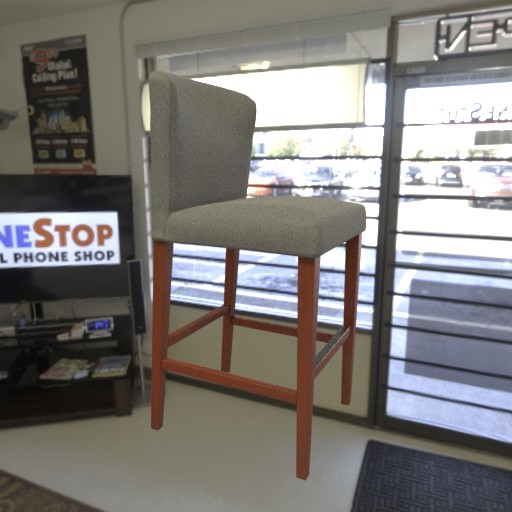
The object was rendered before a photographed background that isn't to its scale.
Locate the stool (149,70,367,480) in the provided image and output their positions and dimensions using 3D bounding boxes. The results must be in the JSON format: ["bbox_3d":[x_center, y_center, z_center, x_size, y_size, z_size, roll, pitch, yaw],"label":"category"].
[{"bbox_3d":[0.000,0.000,1.347,0.568,1.069,0.481,6,14,27],"label":"stool"}]
